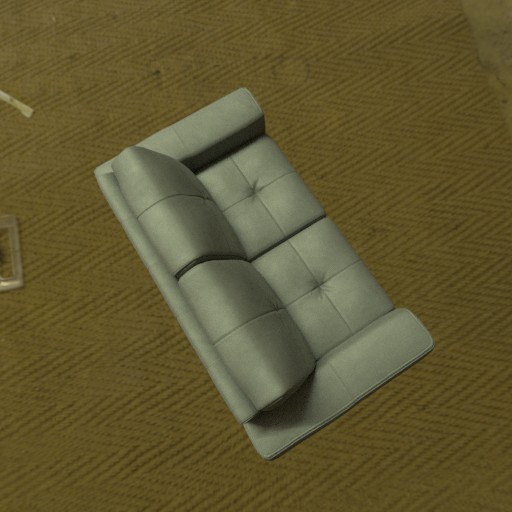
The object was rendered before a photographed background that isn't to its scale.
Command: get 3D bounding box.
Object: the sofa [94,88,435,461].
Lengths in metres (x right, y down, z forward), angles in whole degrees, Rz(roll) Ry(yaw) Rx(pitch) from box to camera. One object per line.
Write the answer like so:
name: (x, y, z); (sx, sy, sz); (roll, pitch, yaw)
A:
sofa: (0.000, 0.000, 2.377); (1.018, 0.907, 1.806); (-31, 76, -9)
